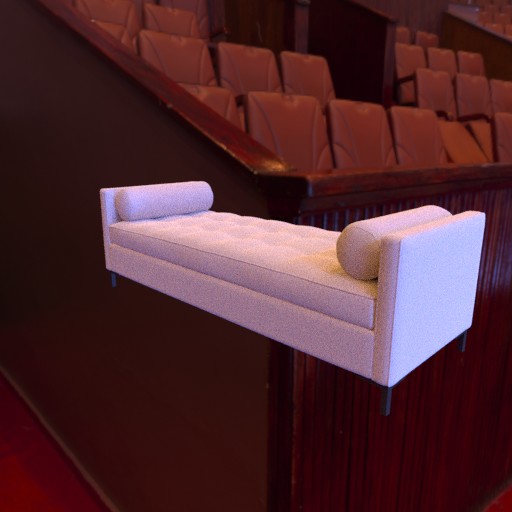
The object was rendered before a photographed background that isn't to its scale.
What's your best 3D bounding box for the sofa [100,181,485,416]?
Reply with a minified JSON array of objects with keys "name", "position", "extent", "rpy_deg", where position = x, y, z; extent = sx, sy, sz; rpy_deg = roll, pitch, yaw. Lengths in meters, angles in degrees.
[{"name":"sofa","position":[0.000,0.000,2.331],"extent":[0.746,0.641,1.985],"rpy_deg":[-14,20,-43]}]
